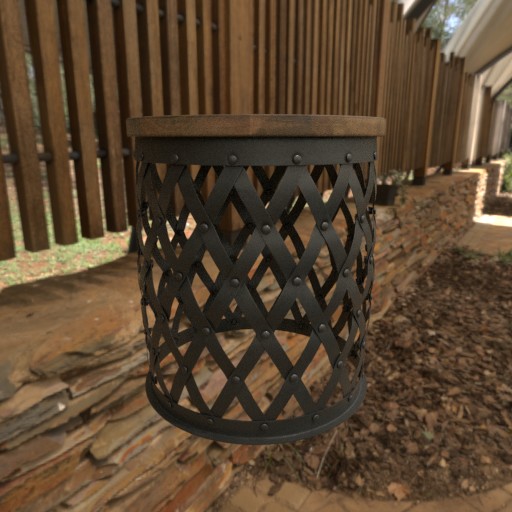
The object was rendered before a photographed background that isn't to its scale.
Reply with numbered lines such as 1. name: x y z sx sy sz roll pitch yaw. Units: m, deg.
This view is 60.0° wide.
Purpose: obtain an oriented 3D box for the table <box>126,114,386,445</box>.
1. table: 0.000 0.000 0.774 0.405 0.454 0.405 0 15 0
